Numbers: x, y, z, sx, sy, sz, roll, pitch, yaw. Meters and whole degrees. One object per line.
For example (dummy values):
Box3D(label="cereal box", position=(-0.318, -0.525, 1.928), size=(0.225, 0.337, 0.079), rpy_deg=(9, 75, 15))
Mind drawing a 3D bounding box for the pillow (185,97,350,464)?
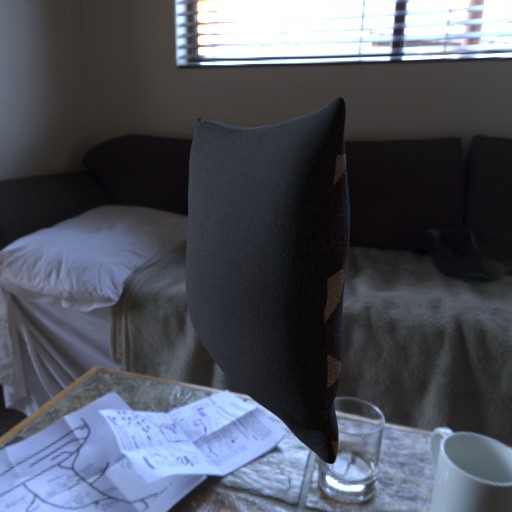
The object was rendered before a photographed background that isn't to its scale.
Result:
Box3D(label="pillow", position=(0.000, 0.000, 0.781), size=(0.208, 0.496, 0.503), rpy_deg=(-8, 17, -26))
